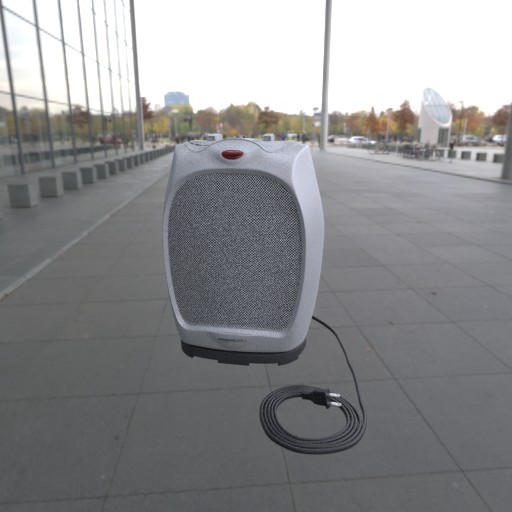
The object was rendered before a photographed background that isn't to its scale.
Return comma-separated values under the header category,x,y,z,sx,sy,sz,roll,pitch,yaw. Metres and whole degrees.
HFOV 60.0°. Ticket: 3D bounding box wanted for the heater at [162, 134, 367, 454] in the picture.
category,x,y,z,sx,sy,sz,roll,pitch,yaw
heater,0.000,0.000,0.478,0.239,0.255,0.291,3,15,10
